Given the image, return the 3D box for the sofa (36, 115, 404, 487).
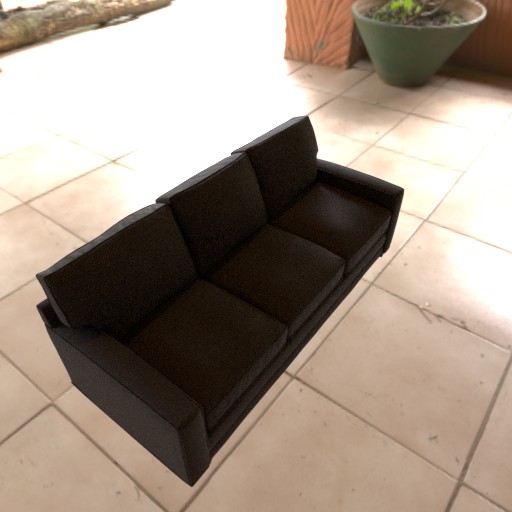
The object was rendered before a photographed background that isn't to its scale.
[{"bbox_3d":[0.000,0.000,2.839,1.004,0.978,2.369,26,47,27],"label":"sofa"}]
